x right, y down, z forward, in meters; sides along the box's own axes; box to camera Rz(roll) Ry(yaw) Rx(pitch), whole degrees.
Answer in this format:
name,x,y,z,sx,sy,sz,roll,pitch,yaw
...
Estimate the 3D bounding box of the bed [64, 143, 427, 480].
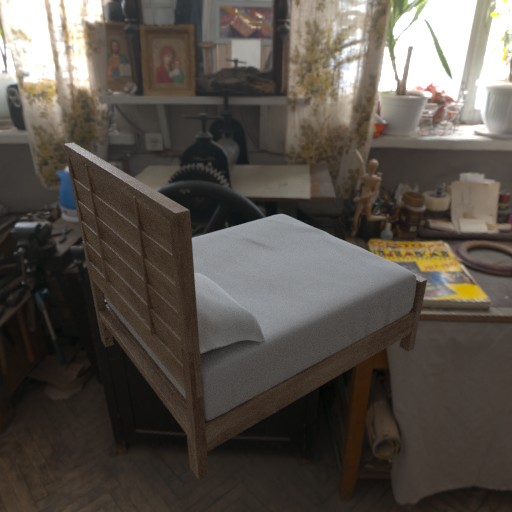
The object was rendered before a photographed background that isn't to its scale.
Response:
name,x,y,z,sx,sy,sz,roll,pitch,yaw
bed,0.000,0.000,3.288,2.017,1.631,1.615,-18,32,-32
